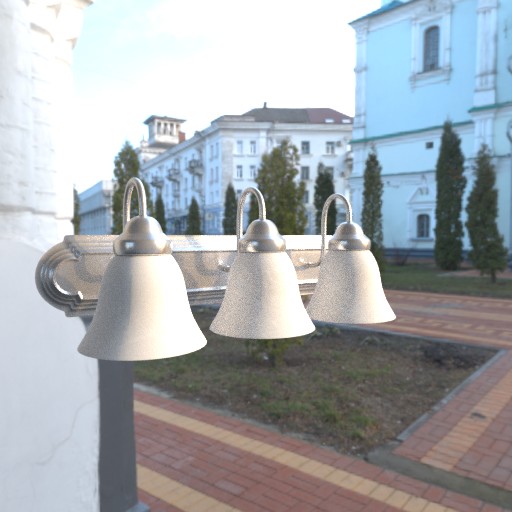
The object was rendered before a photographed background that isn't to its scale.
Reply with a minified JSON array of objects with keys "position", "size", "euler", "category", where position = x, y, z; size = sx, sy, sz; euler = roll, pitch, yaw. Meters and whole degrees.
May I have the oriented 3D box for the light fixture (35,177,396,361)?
[{"position":[0.000,0.000,0.706],"size":[0.610,0.222,0.199],"euler":[-2,3,-35],"category":"light fixture"}]
